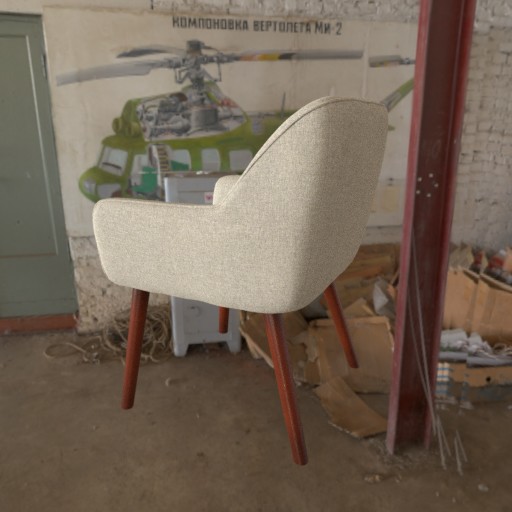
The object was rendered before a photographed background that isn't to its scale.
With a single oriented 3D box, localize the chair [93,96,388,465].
[{"bbox_3d":[0.000,0.000,1.237,0.610,0.813,0.610,8,18,26],"label":"chair"}]
